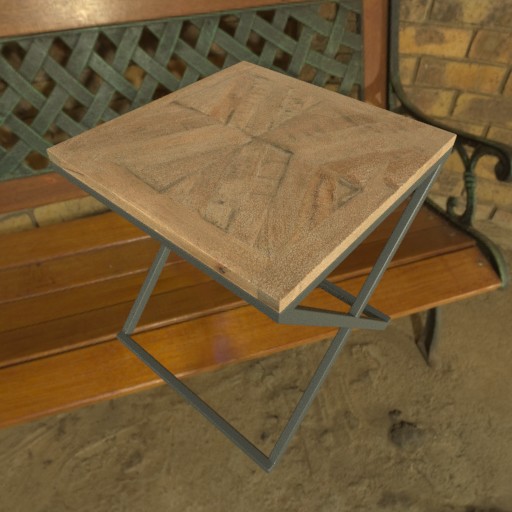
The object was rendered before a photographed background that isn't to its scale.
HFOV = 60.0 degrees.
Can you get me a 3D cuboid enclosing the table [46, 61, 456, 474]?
[{"bbox_3d":[0.000,0.000,0.946,0.499,0.550,0.498,31,53,28],"label":"table"}]
